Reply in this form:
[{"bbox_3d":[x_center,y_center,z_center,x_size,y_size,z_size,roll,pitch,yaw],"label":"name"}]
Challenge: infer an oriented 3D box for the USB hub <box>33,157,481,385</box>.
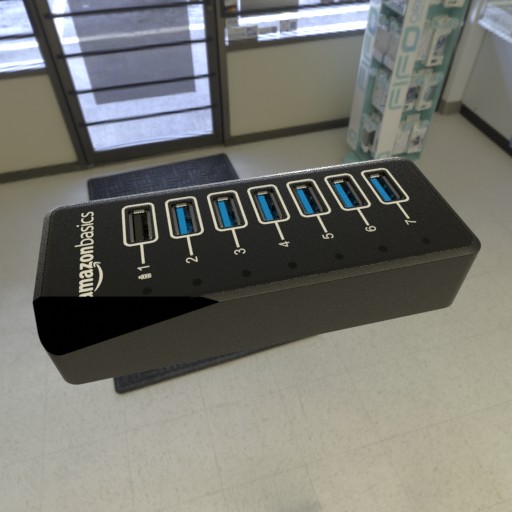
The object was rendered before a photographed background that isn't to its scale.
[{"bbox_3d":[0.000,0.000,0.125,0.110,0.023,0.044,-10,47,-9],"label":"USB hub"}]
